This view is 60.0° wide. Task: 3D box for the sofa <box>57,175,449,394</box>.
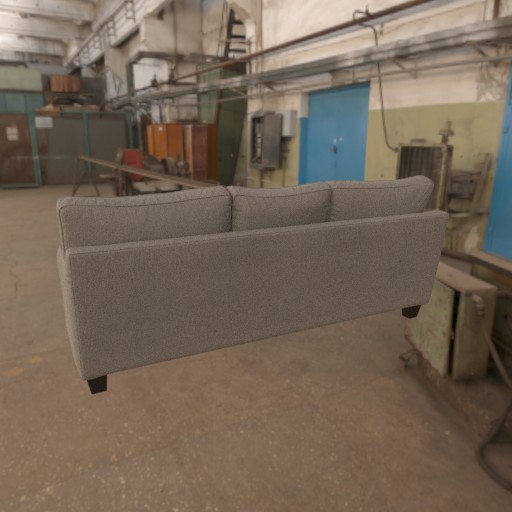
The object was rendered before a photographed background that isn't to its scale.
[{"bbox_3d":[0.000,0.000,2.864,2.323,0.991,1.016,-7,17,-25],"label":"sofa"}]
